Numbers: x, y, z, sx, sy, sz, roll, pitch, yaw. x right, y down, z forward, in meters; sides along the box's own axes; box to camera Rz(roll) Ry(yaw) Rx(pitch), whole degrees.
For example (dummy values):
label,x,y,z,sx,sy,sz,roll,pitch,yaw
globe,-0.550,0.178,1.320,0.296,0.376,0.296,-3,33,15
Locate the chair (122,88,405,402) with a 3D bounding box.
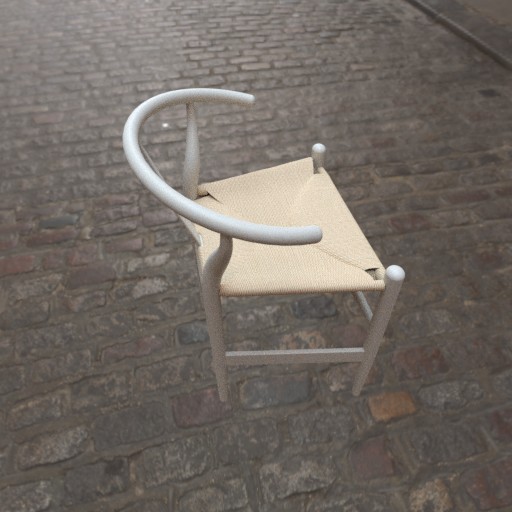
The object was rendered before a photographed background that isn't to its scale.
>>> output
label,x,y,z,sx,sy,sz,roll,pitch,yaw
chair,0.000,0.000,1.102,0.500,0.736,0.533,-10,46,-9
